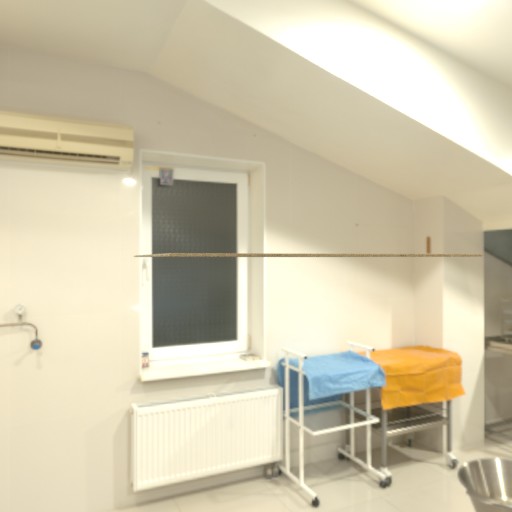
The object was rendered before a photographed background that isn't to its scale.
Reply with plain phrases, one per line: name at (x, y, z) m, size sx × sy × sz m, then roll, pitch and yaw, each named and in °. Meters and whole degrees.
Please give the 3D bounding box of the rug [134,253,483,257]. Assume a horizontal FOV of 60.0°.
rug at (0.000, 0.000, 3.087) m, size 1.540 × 0.012 × 2.448 m, roll 0°, pitch 0°, yaw -18°
